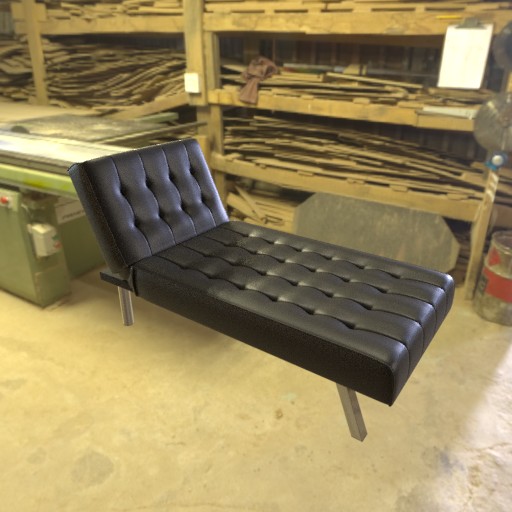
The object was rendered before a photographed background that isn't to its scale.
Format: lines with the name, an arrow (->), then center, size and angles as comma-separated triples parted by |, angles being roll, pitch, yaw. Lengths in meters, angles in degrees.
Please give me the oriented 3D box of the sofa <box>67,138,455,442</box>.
sofa -> 0.000, 0.000, 1.984 | 1.560, 0.820, 0.760 | 17, 29, 32
